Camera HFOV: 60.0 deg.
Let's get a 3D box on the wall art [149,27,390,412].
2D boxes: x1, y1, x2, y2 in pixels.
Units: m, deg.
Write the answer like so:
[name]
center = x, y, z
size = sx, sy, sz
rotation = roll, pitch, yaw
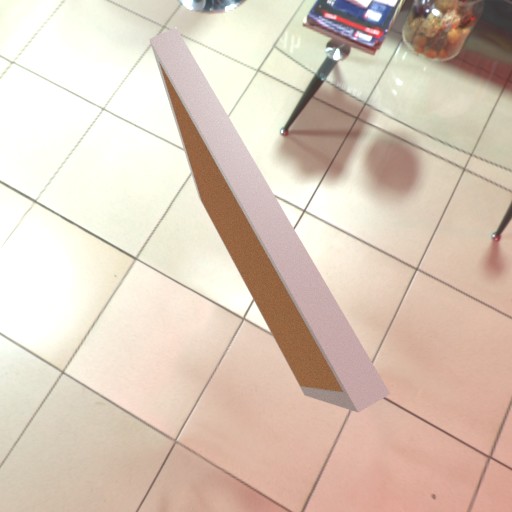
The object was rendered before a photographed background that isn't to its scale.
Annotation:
[wall art]
center = 0.000, 0.000, 0.747
size = 0.038, 0.506, 0.506
rotation = -27, 76, -7
